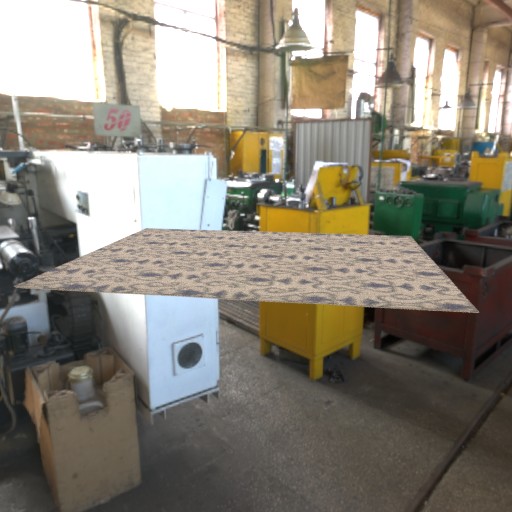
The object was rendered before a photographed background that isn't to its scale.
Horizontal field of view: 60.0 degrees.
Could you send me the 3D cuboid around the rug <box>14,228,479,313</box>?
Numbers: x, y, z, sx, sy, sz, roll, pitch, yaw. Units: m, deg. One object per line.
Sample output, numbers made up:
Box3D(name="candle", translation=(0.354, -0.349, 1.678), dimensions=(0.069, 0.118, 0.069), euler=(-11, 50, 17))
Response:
Box3D(name="rug", translation=(0.000, 0.000, 4.152), dimensions=(3.205, 0.015, 2.437), euler=(2, 14, 9))
